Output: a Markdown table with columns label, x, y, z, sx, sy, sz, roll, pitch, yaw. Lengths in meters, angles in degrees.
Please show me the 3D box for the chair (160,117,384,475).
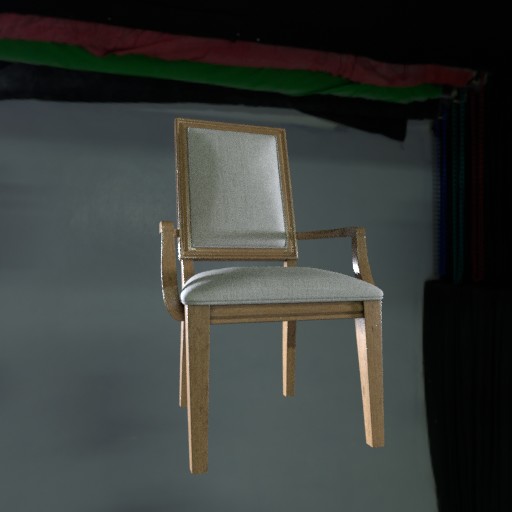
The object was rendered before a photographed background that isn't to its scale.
| label | x | y | z | sx | sy | sz | roll | pitch | yaw |
| --- | --- | --- | --- | --- | --- | --- | --- | --- | --- |
| chair | 0.000 | 0.000 | 1.360 | 0.606 | 0.990 | 0.602 | 0 | -1 | -18 |
